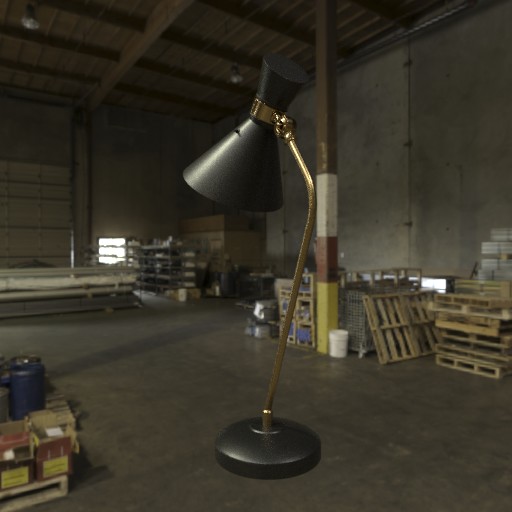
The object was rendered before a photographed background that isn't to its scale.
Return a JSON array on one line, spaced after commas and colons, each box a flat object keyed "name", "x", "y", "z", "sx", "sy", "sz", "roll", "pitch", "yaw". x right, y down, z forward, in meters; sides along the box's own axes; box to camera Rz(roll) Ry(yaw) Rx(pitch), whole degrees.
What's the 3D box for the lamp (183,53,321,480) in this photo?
[{"name": "lamp", "x": 0.000, "y": 0.000, "z": 0.750, "sx": 0.189, "sy": 0.647, "sz": 0.292, "roll": 0, "pitch": 1, "yaw": -35}]
